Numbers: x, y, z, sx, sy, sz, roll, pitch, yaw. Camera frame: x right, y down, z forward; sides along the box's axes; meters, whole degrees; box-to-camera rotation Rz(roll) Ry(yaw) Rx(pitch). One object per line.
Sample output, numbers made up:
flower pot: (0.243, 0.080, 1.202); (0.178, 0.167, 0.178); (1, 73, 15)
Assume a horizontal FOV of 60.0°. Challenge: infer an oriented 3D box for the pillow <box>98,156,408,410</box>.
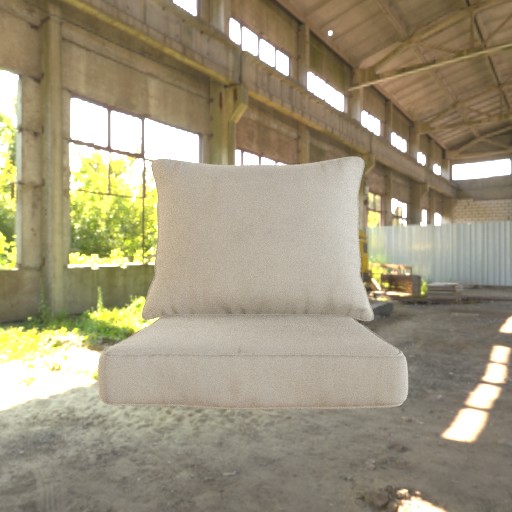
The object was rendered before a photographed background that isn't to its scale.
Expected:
pillow: (0.000, 0.000, 1.314); (0.798, 0.716, 0.733); (0, 0, 1)
